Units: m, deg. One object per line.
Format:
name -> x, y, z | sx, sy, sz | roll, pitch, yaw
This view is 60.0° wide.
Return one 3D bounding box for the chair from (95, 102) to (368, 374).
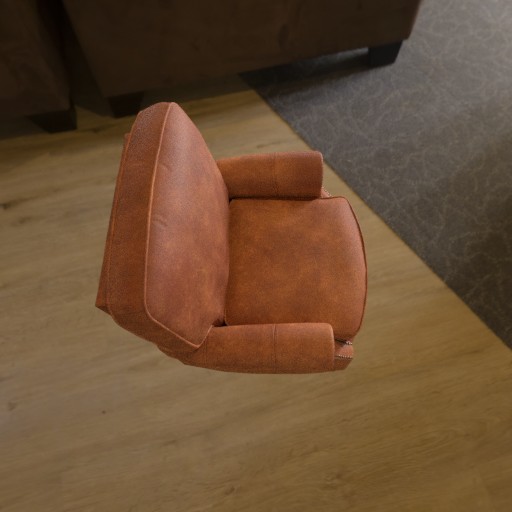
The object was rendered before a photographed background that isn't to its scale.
chair -> 0.000, 0.000, 1.810 | 0.986, 1.018, 0.936 | 1, 65, 0
